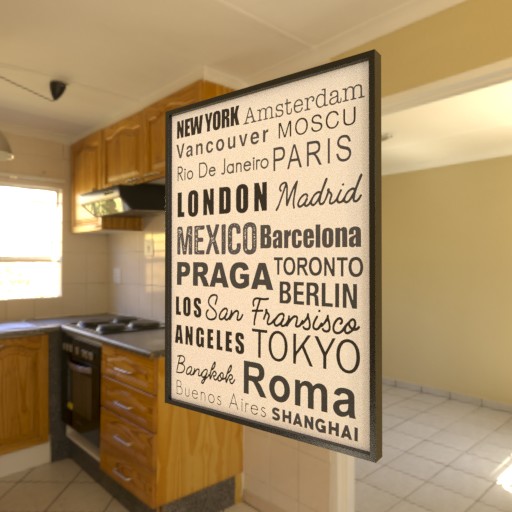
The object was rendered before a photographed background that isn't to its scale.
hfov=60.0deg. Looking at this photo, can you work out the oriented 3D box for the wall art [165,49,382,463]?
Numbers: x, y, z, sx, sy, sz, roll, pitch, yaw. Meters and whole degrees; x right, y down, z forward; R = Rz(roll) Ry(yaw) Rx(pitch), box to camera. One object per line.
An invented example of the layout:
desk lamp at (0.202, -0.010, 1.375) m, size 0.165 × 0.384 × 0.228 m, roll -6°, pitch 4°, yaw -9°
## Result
wall art at (0.000, 0.000, 1.374) m, size 0.788 × 1.046 × 0.043 m, roll 0°, pitch -1°, yaw 37°
